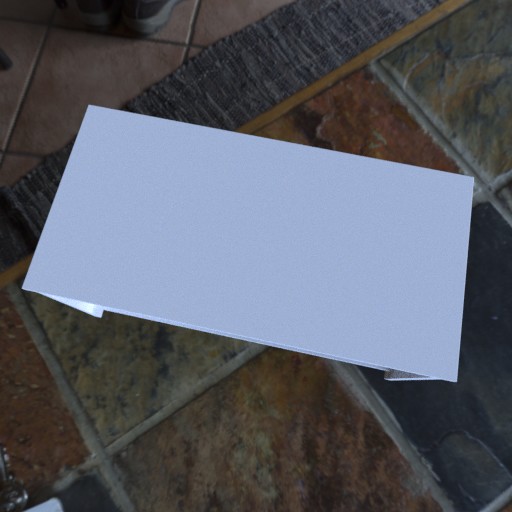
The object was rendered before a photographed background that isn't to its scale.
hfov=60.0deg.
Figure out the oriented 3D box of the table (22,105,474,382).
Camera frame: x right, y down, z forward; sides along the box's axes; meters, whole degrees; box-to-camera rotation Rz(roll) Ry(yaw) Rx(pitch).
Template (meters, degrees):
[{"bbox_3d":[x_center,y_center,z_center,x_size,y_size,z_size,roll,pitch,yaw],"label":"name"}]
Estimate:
[{"bbox_3d":[0.000,0.000,1.272,1.000,0.441,0.500,12,74,3],"label":"table"}]
